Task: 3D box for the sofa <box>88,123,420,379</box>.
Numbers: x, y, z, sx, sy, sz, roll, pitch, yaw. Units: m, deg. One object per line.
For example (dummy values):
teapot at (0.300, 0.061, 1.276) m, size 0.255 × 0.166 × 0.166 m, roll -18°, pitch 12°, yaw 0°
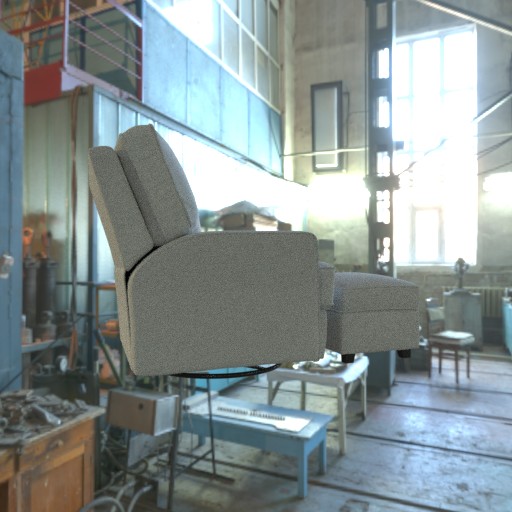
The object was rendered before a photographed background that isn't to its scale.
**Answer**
sofa at (0.000, 0.000, 2.081) m, size 1.472 × 0.959 × 0.861 m, roll 0°, pitch -1°, yaw -20°
